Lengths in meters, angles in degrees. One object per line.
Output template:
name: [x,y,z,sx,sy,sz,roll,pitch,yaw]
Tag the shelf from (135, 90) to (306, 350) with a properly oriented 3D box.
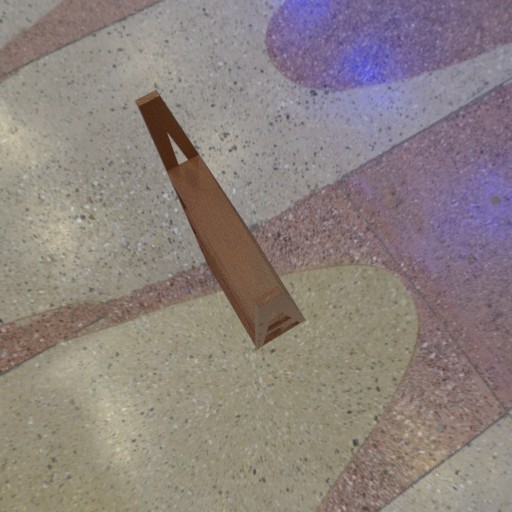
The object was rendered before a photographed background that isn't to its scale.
shelf: [0.000,0.000,1.957,0.356,1.780,0.630,-30,77,-8]
